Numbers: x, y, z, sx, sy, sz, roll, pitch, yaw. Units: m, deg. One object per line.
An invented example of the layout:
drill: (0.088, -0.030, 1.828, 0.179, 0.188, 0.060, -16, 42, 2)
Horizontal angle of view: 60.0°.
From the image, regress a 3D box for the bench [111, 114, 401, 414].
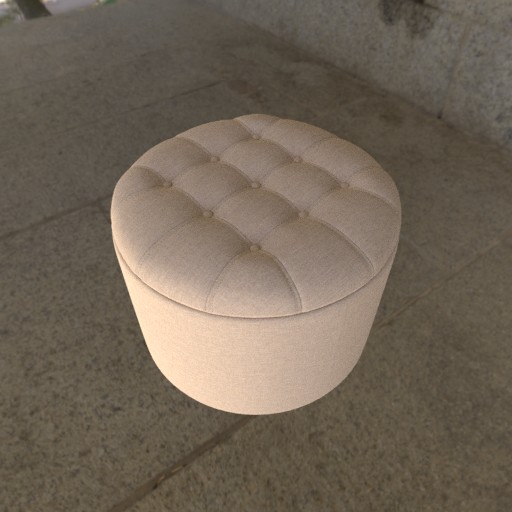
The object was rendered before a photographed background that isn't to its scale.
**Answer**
bench: (0.000, 0.000, 1.050, 0.600, 0.454, 0.600, 0, 46, 0)
